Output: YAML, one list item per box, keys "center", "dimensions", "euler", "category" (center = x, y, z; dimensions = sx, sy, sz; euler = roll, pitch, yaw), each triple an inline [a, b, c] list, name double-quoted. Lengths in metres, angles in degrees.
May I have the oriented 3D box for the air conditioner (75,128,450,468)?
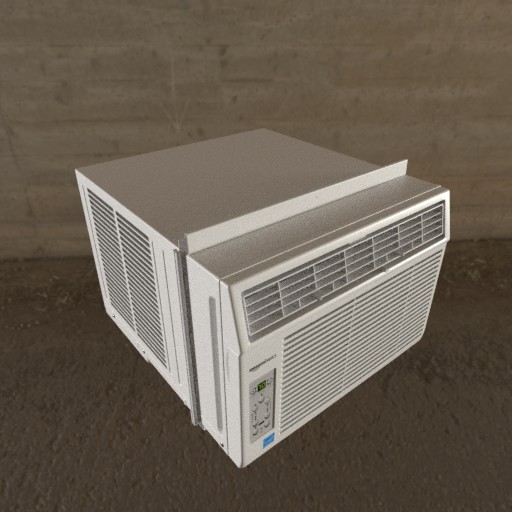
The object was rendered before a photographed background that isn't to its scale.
- center: [0.000, 0.000, 0.904]
  dimensions: [0.503, 0.388, 0.546]
  euler: [-22, 38, -32]
  category: "air conditioner"
